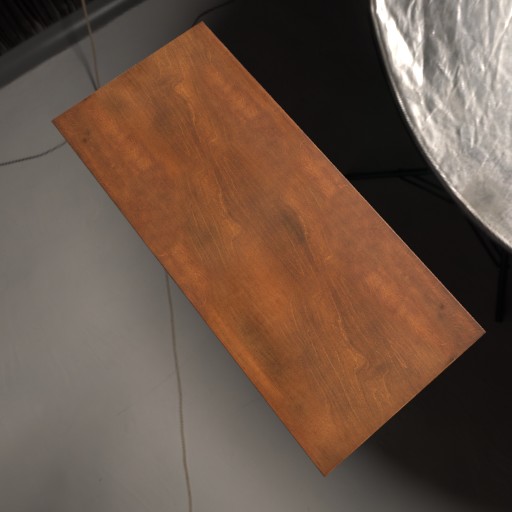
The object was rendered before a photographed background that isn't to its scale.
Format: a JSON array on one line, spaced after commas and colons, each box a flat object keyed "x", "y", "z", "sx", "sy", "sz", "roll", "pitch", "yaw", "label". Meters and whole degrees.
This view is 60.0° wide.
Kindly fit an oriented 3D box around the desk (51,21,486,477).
[{"x": 0.000, "y": 0.000, "z": 1.485, "sx": 0.508, "sy": 0.762, "sz": 1.117, "roll": -38, "pitch": 79, "yaw": -9, "label": "desk"}]
